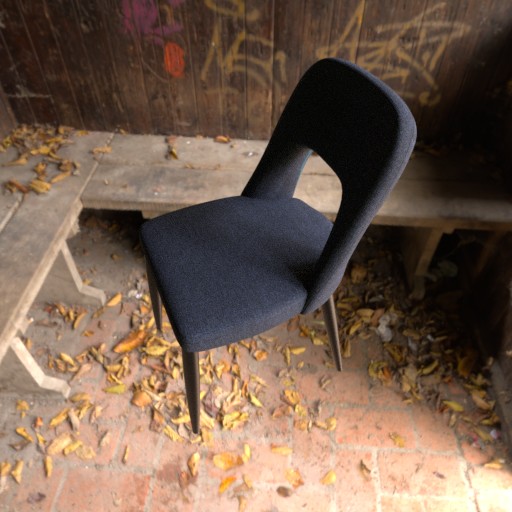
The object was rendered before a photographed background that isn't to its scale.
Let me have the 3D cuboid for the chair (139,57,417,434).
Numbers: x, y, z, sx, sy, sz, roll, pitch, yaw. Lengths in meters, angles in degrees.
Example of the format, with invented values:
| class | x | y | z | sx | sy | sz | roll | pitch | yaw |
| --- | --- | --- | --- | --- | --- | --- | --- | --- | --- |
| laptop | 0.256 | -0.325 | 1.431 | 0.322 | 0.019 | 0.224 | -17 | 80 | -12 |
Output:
| class | x | y | z | sx | sy | sz | roll | pitch | yaw |
| --- | --- | --- | --- | --- | --- | --- | --- | --- | --- |
| chair | 0.000 | 0.000 | 1.247 | 0.612 | 0.931 | 0.470 | -18 | 49 | -16 |
